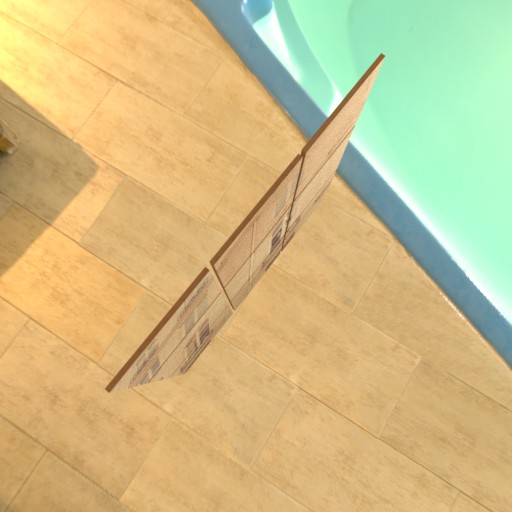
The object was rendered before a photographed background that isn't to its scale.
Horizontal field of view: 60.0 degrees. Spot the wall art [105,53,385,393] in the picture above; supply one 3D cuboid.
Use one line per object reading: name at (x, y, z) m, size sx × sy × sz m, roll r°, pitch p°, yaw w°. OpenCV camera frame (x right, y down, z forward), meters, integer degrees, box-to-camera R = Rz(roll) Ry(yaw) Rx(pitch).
wall art at (0.000, 0.000, 1.355) m, size 0.018 × 0.913 × 0.915 m, roll 37°, pitch 80°, yaw 8°
